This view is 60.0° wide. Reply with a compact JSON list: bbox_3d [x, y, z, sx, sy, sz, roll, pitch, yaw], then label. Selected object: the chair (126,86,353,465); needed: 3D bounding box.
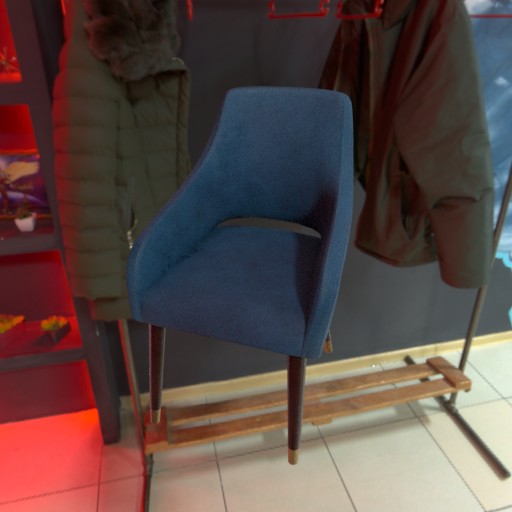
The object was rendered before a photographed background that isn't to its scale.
[{"bbox_3d":[0.000,0.000,1.626,0.683,1.081,0.794,9,29,17],"label":"chair"}]
